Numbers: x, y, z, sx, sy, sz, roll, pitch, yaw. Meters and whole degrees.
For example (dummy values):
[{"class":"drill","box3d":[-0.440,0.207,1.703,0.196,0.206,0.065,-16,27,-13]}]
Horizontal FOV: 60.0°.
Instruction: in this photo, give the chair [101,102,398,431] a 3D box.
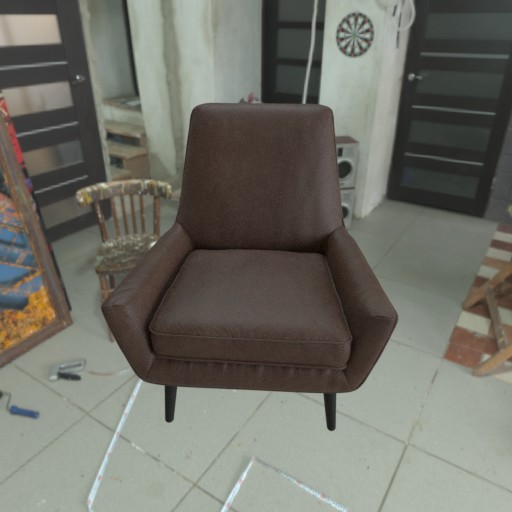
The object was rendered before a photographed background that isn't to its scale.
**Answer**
[{"class":"chair","box3d":[0.000,0.000,1.517,0.787,0.888,0.824,2,29,3]}]
